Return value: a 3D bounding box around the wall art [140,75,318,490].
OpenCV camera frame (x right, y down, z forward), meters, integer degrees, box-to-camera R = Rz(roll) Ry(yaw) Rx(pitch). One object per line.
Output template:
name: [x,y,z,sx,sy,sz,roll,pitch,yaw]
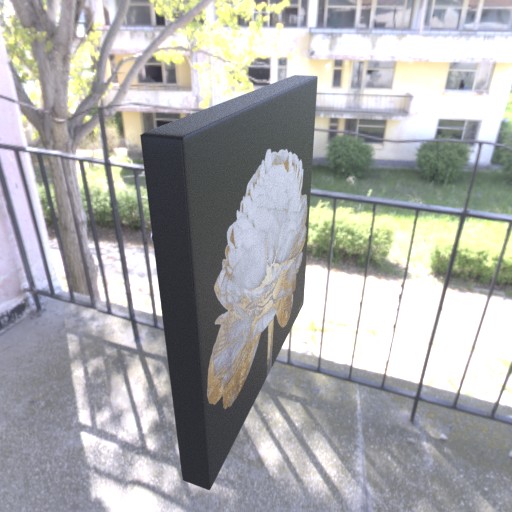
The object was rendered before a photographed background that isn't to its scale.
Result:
wall art: [0.000,0.000,0.588,0.041,0.407,0.406,10,30,18]
